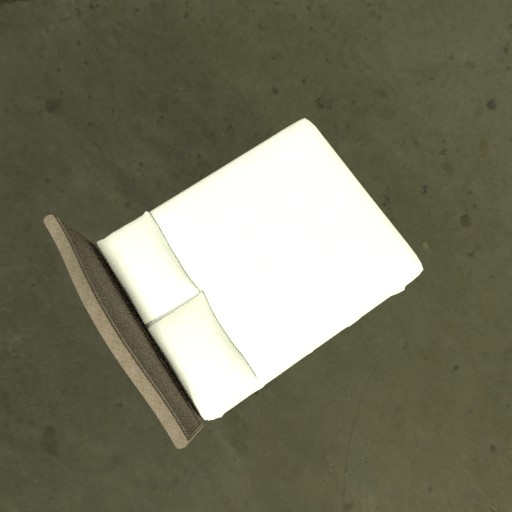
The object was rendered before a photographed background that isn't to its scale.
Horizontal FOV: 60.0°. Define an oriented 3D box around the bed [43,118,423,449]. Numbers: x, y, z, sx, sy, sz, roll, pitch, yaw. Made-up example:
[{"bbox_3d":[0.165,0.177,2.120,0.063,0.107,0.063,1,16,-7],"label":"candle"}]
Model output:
[{"bbox_3d":[0.000,0.000,3.310,2.153,1.518,1.713,-33,78,-8],"label":"bed"}]
